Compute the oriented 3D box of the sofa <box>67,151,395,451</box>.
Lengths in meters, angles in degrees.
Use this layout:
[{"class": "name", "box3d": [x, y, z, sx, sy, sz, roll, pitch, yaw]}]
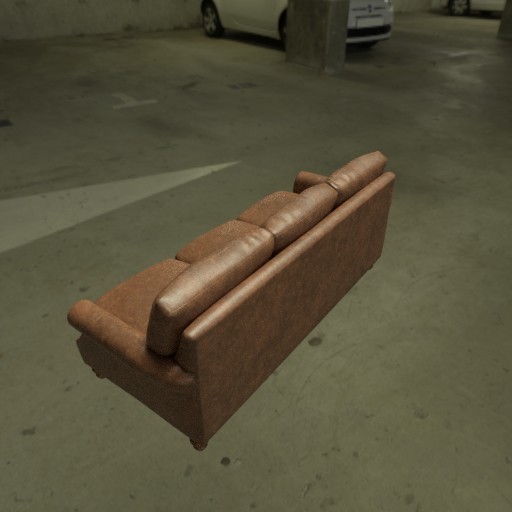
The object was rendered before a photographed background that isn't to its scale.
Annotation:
[{"class": "sofa", "box3d": [0.000, 0.000, 2.928, 0.973, 0.977, 2.351, 22, 39, 30]}]
